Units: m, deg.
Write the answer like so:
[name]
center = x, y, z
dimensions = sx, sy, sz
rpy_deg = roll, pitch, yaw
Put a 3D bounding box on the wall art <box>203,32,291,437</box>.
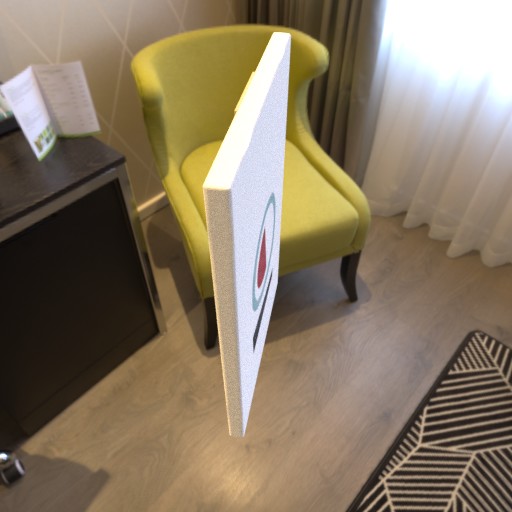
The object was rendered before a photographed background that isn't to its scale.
[wall art]
center = 0.000, 0.000, 1.162
dimensions = 0.048, 0.902, 0.602
rpy_deg = 8, 47, 8
